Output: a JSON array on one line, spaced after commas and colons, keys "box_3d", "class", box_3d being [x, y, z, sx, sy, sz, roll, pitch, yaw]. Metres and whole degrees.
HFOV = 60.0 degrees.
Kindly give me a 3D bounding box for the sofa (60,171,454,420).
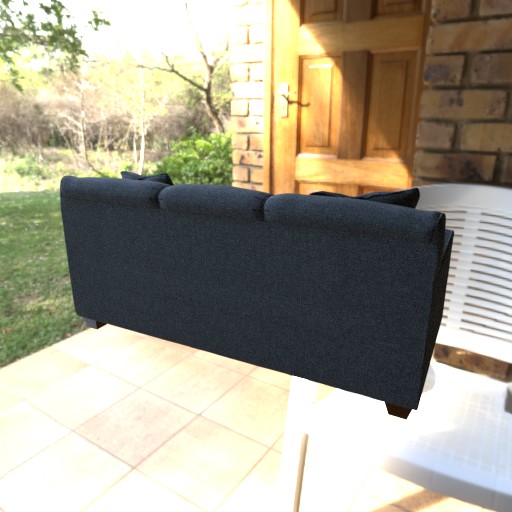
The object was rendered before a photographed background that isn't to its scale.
[{"box_3d": [0.000, 0.000, 2.557, 2.024, 0.958, 0.997, 9, 20, 26], "class": "sofa"}]
